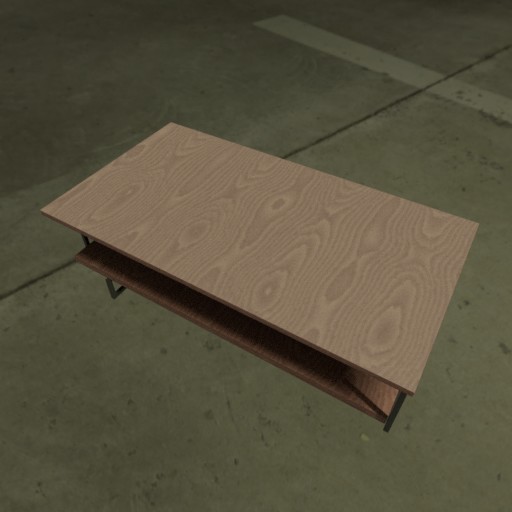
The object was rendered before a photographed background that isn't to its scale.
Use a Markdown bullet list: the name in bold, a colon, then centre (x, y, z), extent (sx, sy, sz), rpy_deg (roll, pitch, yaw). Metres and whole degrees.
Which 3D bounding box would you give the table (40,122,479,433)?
- **table**: centre (0.000, 0.000, 1.495), extent (1.197, 0.347, 0.651), rpy_deg (23, 50, 21)
